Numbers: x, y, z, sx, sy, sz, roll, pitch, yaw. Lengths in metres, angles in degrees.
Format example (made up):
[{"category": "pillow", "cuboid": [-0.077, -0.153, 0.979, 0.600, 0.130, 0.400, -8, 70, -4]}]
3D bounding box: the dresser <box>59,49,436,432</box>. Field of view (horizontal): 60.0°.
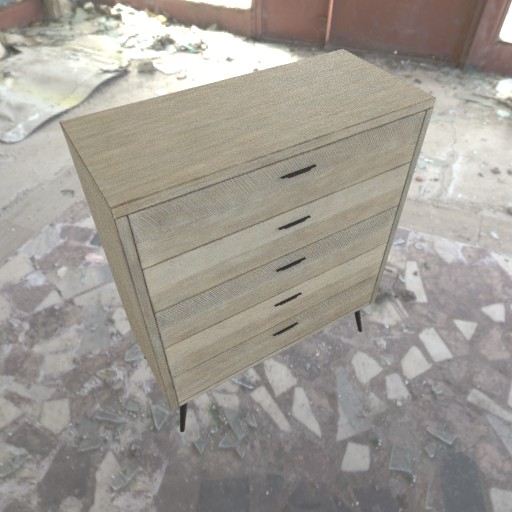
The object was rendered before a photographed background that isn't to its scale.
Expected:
[{"category": "dresser", "cuboid": [0.000, 0.000, 1.727, 1.016, 1.219, 0.457, -23, 50, -21]}]
